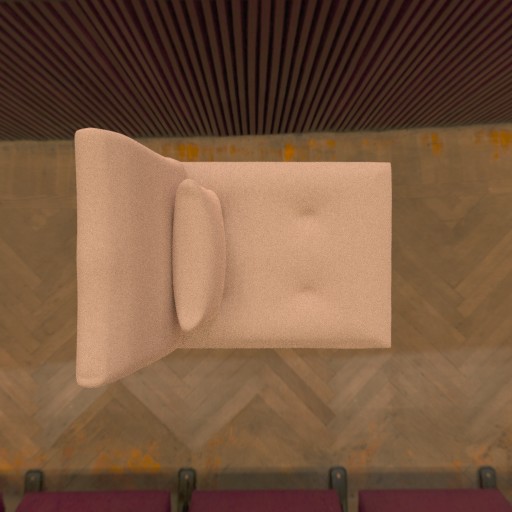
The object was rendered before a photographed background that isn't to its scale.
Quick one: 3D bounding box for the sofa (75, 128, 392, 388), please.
[{"bbox_3d":[0.000,0.000,1.528,1.000,0.820,0.700,0,91,0],"label":"sofa"}]
